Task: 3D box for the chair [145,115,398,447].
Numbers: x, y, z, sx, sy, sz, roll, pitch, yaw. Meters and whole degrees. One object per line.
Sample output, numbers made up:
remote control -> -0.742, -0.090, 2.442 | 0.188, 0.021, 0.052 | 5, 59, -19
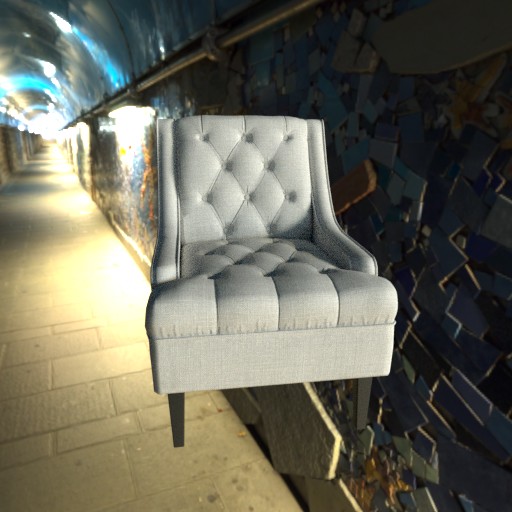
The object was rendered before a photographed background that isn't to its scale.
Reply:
chair -> 0.000, 0.000, 1.432 | 0.658, 0.891, 0.772 | -2, 16, -8
